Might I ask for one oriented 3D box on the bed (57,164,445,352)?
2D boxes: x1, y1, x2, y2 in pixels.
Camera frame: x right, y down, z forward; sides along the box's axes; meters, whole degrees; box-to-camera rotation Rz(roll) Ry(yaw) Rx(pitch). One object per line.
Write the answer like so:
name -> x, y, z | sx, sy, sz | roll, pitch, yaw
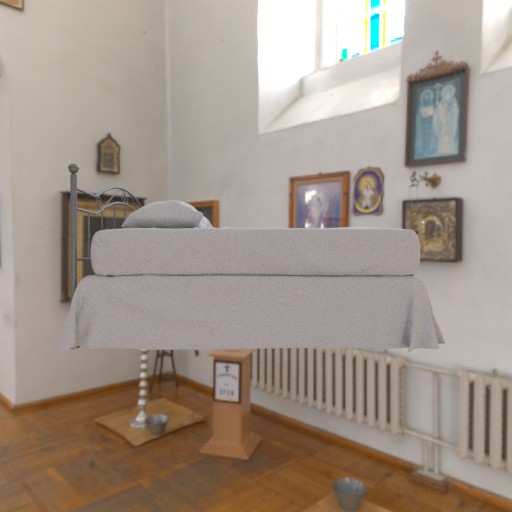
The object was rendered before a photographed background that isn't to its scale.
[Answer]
bed -> 0.000, 0.000, 3.588 | 2.220, 1.080, 2.309 | 0, 0, 1
